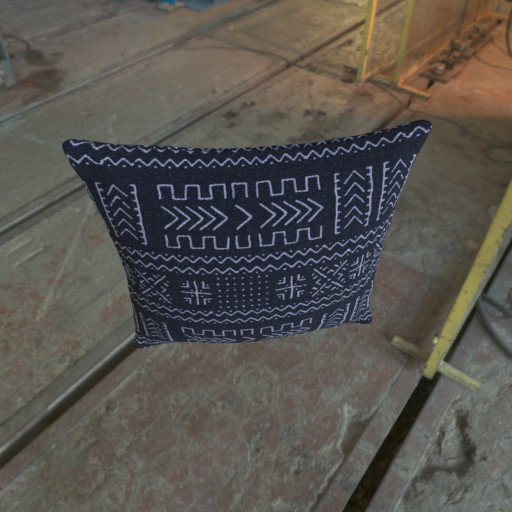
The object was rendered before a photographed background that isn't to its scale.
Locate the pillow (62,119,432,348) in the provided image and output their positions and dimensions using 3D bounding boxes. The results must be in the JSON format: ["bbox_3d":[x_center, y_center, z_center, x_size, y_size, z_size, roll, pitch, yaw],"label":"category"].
[{"bbox_3d":[0.000,0.000,0.665,0.438,0.430,0.164,-5,47,-5],"label":"pillow"}]
